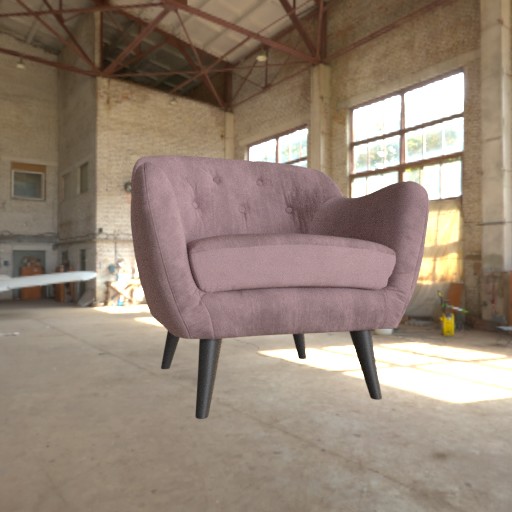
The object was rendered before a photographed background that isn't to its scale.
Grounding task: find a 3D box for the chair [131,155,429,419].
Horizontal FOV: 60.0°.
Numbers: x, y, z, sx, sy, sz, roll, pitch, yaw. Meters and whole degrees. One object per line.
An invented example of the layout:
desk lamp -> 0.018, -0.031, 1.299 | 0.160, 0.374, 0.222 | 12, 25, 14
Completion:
chair -> 0.000, 0.000, 1.507 | 0.840, 0.820, 0.820 | 0, -1, -18
